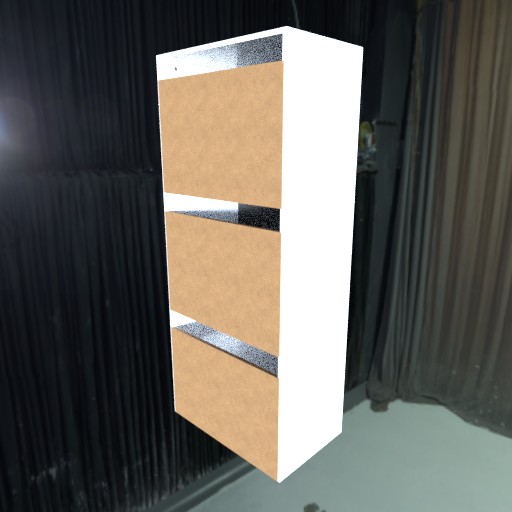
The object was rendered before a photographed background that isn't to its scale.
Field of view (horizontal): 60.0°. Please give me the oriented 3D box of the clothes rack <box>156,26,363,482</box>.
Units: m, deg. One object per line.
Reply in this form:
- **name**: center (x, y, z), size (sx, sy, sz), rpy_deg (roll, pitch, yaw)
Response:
- **clothes rack**: center (0.000, 0.000, 1.398), size (0.500, 1.187, 0.330), rpy_deg (14, 20, 42)
